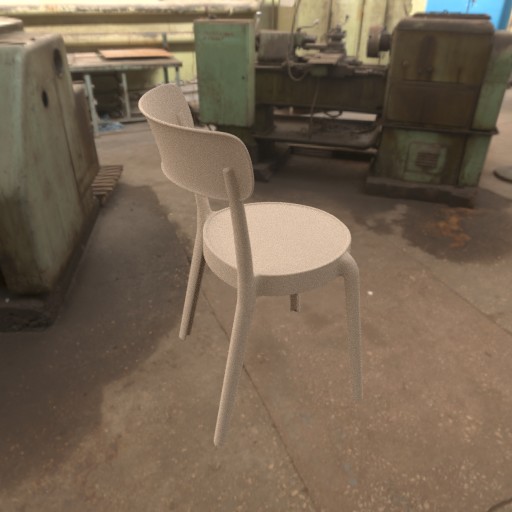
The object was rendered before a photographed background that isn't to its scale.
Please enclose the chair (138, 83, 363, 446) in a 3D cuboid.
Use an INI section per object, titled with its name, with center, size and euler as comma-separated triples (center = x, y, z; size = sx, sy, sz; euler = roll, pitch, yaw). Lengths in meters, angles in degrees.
[chair]
center = 0.000, 0.000, 1.153
size = 0.491, 0.790, 0.506
euler = -11, 32, -17
